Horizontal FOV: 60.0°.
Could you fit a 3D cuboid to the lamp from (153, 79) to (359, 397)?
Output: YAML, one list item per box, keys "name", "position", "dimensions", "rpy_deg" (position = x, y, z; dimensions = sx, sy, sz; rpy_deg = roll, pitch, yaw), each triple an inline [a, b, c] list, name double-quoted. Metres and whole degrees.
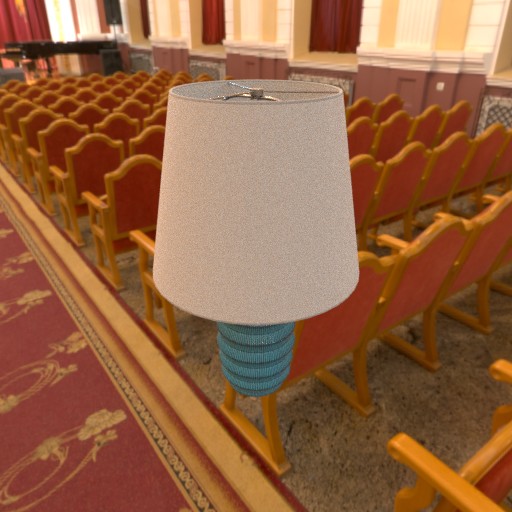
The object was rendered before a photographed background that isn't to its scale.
- name: "lamp"
  position: [0.000, 0.000, 0.552]
  dimensions: [0.254, 0.392, 0.254]
  rpy_deg: [0, 27, 0]
